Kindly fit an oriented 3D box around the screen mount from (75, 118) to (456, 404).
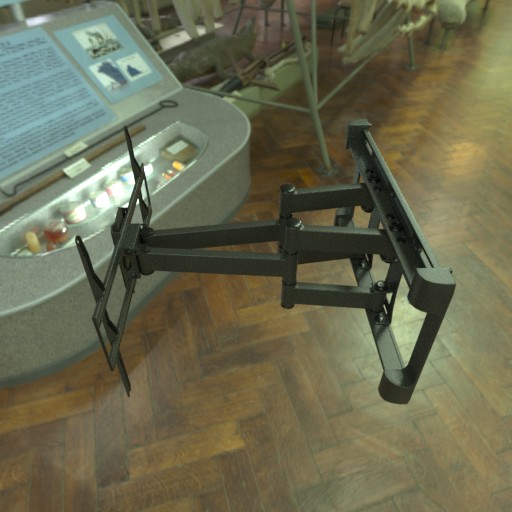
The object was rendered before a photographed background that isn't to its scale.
[{"bbox_3d":[0.000,0.000,0.949,0.556,0.424,0.571,-1,41,-2],"label":"screen mount"}]
